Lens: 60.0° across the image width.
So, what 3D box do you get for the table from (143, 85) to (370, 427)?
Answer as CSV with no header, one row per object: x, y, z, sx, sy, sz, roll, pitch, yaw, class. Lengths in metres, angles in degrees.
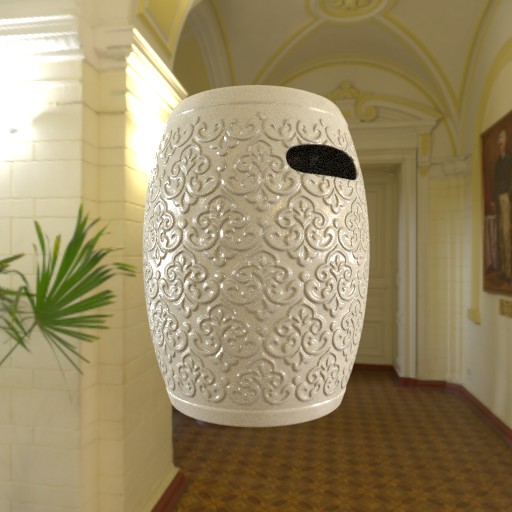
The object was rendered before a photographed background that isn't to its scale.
0.000,0.000,0.624,0.309,0.397,0.309,0,0,0,table
